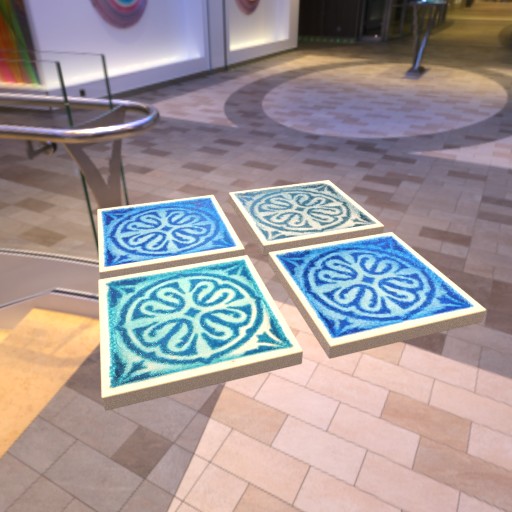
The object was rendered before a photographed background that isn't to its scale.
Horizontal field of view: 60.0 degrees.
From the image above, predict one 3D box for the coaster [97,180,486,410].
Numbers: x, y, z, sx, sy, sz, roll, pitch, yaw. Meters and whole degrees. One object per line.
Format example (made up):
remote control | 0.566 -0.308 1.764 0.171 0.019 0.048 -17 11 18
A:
coaster | 0.000 0.000 0.324 0.219 0.010 0.214 -9 33 -15
